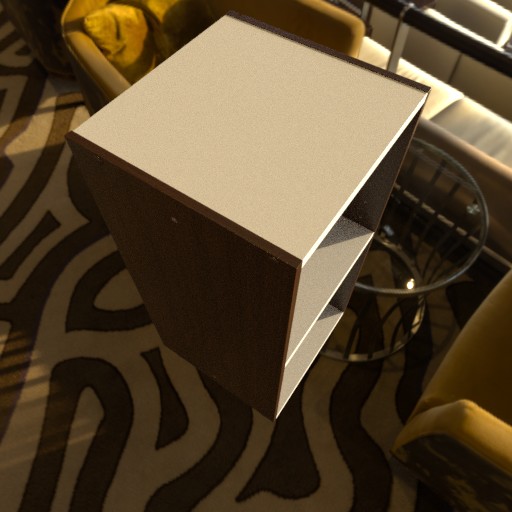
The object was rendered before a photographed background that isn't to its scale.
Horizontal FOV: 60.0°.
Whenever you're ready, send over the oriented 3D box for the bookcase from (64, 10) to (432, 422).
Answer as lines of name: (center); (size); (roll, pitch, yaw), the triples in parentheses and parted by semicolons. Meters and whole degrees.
bookcase: (0.000, 0.000, 0.744); (0.290, 0.600, 0.300); (30, 62, 18)
